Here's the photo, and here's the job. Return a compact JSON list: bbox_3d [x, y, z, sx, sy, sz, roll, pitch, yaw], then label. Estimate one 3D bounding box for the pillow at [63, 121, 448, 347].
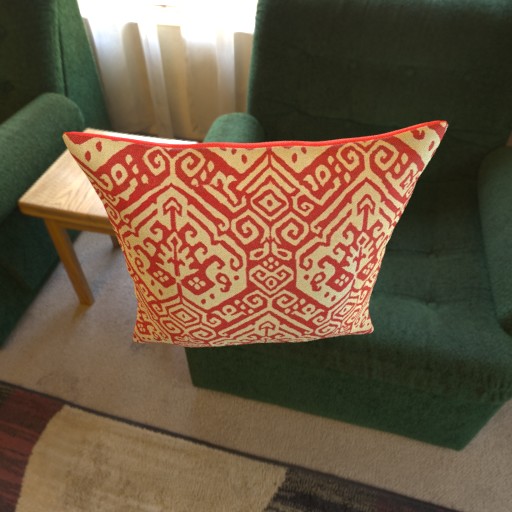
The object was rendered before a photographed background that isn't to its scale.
[{"bbox_3d":[0.000,0.000,0.778,0.522,0.507,0.192,-2,47,-2],"label":"pillow"}]
